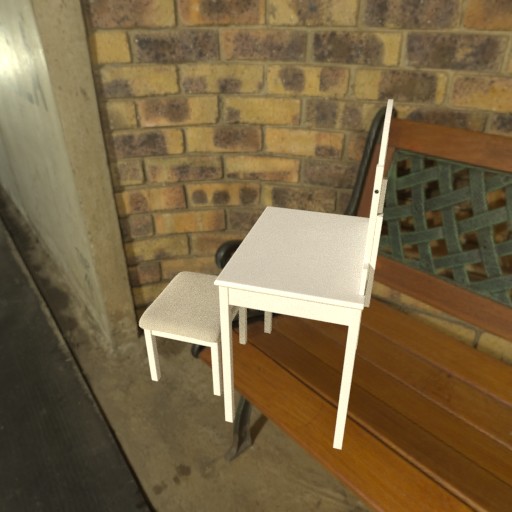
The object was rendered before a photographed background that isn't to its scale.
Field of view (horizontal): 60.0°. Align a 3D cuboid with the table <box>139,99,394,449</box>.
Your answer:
[{"bbox_3d":[0.000,0.000,2.338,1.211,1.631,0.876,8,30,14],"label":"table"}]
